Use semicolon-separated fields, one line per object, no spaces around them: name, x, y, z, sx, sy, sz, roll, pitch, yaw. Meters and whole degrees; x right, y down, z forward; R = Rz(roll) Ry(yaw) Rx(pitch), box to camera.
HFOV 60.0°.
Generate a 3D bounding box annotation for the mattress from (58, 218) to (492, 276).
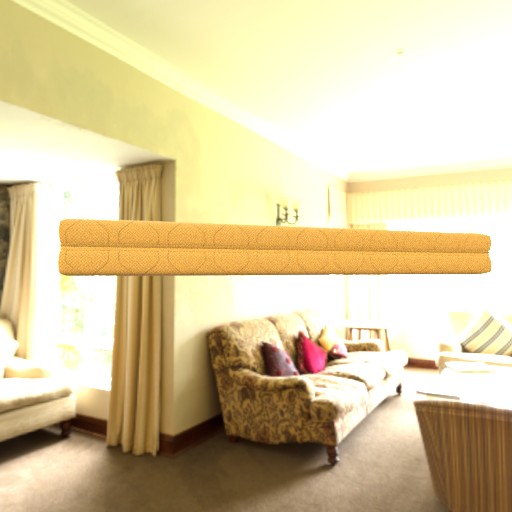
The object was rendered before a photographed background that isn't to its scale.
mattress;0.000;0.000;2.456;1.900;0.200;1.400;1;-2;-19
